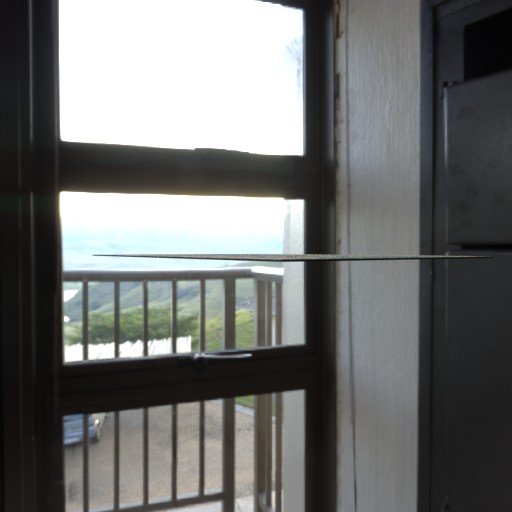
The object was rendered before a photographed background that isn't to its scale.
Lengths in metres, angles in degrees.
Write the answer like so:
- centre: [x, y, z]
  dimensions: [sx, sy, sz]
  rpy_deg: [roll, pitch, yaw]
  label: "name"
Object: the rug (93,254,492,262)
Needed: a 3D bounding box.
- centre: [0.000, 0.000, 2.202]
  dimensions: [1.102, 0.008, 1.795]
  rpy_deg: [0, 1, -35]
  label: "rug"
